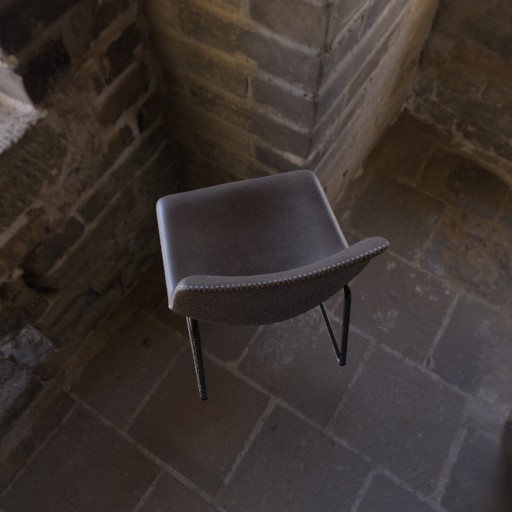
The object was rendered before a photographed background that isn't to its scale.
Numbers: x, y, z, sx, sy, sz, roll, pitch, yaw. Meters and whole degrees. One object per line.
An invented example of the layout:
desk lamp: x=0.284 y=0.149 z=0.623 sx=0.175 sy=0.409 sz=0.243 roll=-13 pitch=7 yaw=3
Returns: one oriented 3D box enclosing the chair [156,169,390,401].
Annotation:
chair: x=0.000 y=0.000 z=1.138 sx=0.460 sy=0.780 sz=0.550 roll=-12 pitch=61 yaw=-7
